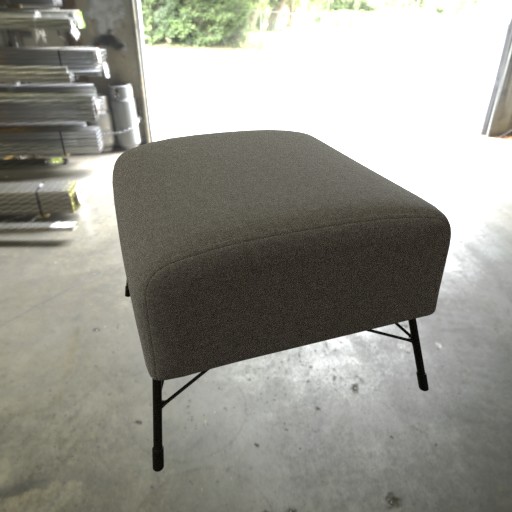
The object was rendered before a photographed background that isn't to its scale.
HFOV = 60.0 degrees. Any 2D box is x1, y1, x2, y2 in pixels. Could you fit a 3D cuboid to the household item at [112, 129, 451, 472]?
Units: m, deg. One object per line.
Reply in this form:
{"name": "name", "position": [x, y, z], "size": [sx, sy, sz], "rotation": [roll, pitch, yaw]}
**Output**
{"name": "household item", "position": [0.000, 0.000, 0.896], "size": [0.530, 0.410, 0.530], "rotation": [-10, 31, -17]}
